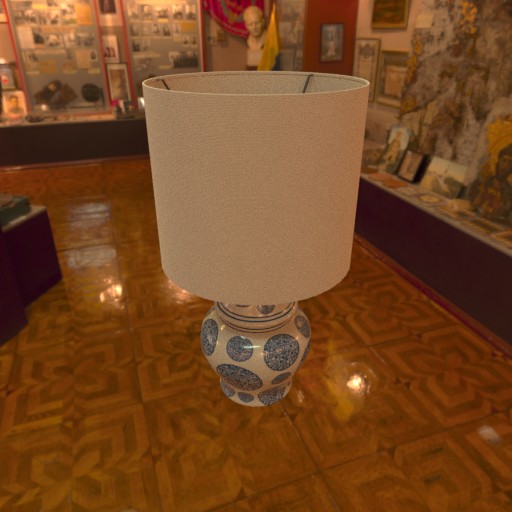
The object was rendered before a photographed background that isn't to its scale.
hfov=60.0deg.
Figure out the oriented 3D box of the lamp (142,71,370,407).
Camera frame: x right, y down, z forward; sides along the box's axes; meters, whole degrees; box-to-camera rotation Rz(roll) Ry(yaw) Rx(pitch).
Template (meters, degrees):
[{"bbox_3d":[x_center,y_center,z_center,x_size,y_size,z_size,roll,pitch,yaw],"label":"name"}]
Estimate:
[{"bbox_3d":[0.000,0.000,0.515,0.215,0.381,0.215,-8,28,-16],"label":"lamp"}]
